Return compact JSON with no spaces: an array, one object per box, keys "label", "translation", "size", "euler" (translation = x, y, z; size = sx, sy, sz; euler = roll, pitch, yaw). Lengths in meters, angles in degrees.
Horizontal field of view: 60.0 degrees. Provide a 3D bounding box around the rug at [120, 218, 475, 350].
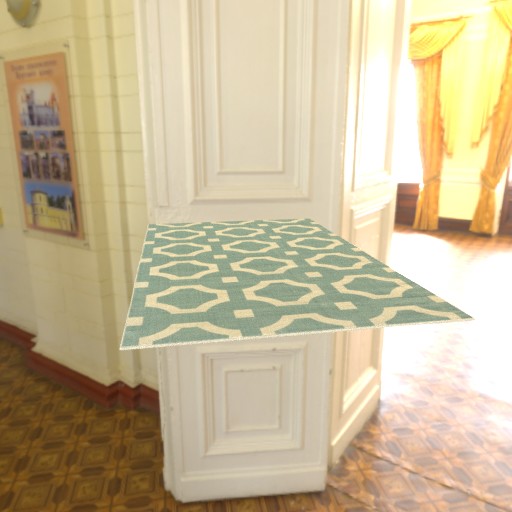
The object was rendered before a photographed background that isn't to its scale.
[{"label":"rug","translation":[0.000,0.000,2.988],"size":[1.528,0.015,2.443],"euler":[-3,16,-10]}]
